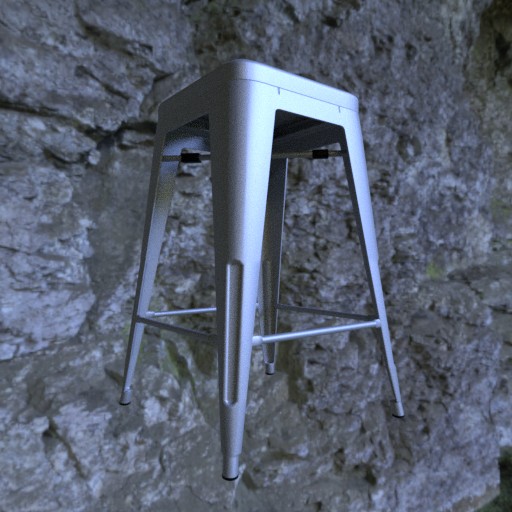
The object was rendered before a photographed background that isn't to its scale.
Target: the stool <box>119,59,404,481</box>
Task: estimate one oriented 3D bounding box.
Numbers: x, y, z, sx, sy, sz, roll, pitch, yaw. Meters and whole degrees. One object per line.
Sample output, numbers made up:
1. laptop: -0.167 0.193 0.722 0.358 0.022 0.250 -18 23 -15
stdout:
1. stool: 0.000 0.000 0.875 0.406 0.610 0.406 0 0 -38
